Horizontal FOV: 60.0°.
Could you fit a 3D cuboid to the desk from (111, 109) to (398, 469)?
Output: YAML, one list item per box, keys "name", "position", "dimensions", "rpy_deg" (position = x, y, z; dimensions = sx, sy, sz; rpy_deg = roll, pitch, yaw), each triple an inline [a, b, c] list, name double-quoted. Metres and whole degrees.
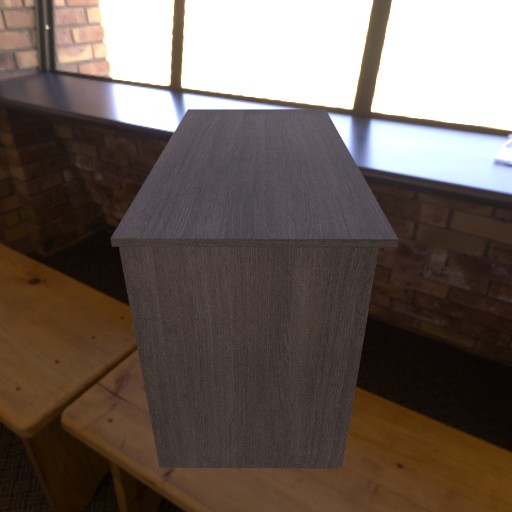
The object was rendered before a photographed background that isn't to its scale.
- name: "desk"
  position: [0.000, 0.000, 1.520]
  dimensions: [0.560, 0.735, 1.097]
  rpy_deg: [0, 31, 0]
